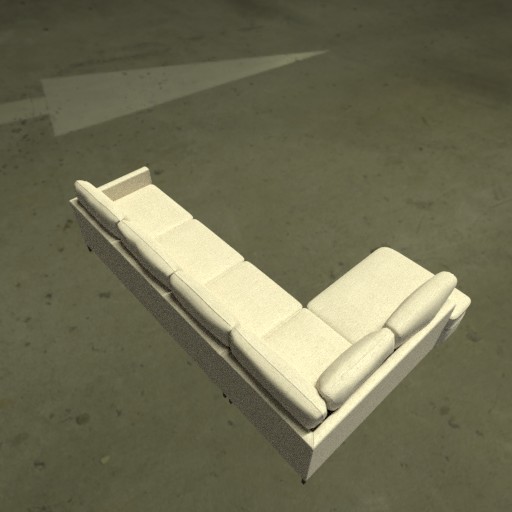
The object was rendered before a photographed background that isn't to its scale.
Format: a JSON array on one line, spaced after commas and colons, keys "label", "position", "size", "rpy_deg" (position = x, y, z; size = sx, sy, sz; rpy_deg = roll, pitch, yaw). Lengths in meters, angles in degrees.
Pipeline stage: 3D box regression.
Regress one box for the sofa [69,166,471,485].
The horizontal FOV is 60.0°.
[{"label": "sofa", "position": [0.000, 0.000, 4.261], "size": [2.048, 0.996, 3.384], "rpy_deg": [-33, 54, -28]}]
